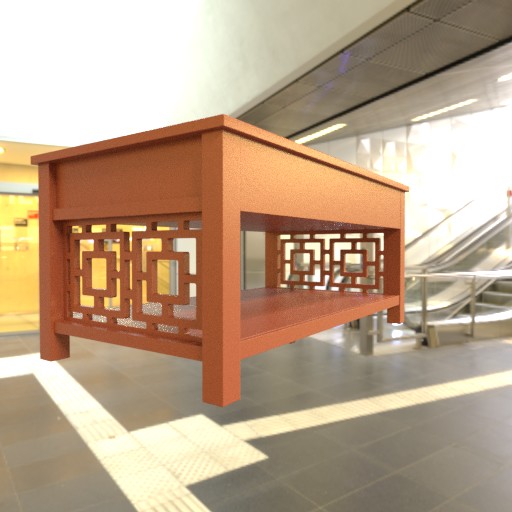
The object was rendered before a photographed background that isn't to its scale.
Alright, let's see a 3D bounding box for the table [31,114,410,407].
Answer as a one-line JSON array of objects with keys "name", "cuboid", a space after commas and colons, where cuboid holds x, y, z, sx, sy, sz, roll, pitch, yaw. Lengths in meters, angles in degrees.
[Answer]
[{"name": "table", "cuboid": [0.000, 0.000, 1.347, 0.612, 0.493, 1.068, 1, 1, 35]}]
